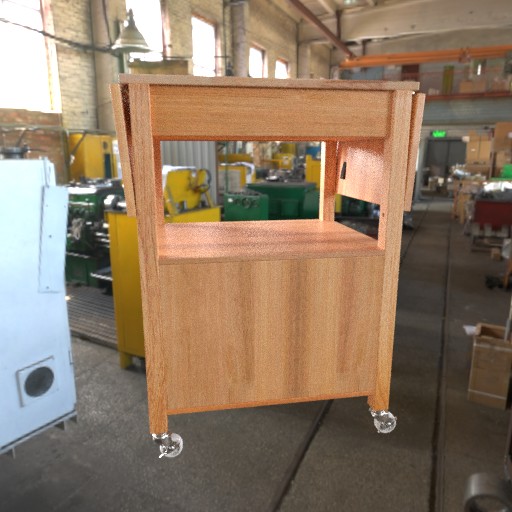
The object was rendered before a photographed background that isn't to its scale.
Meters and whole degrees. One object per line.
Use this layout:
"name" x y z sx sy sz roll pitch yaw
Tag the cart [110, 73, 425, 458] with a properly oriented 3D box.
"cart" 0.000 0.000 1.208 0.640 0.838 0.508 -2 14 -10
